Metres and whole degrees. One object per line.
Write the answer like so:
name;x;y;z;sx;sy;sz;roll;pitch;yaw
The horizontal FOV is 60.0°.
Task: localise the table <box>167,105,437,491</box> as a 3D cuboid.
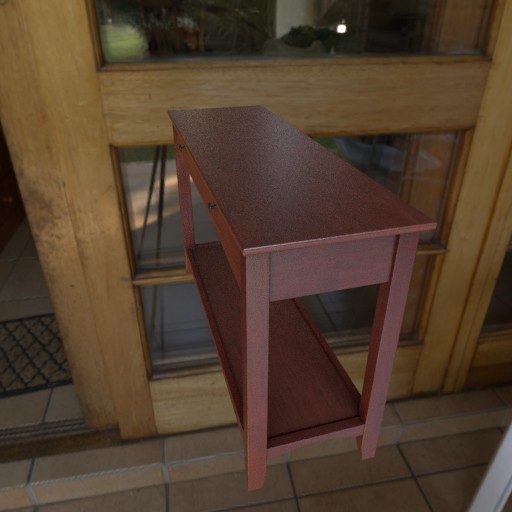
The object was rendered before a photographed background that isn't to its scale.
table;0.000;0.000;1.490;0.392;0.739;1.188;-8;31;-14
